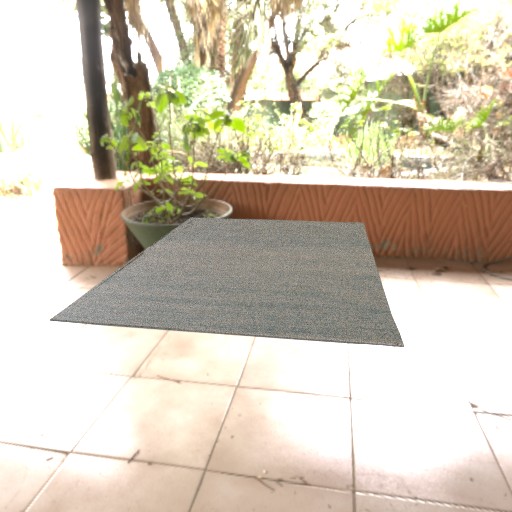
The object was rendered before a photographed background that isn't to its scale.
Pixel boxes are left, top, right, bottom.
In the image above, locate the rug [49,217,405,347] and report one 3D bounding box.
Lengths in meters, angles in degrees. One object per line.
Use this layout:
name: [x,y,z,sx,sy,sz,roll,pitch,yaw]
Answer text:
rug: [0.000,0.000,3.037,1.613,0.030,2.306,3,17,9]
